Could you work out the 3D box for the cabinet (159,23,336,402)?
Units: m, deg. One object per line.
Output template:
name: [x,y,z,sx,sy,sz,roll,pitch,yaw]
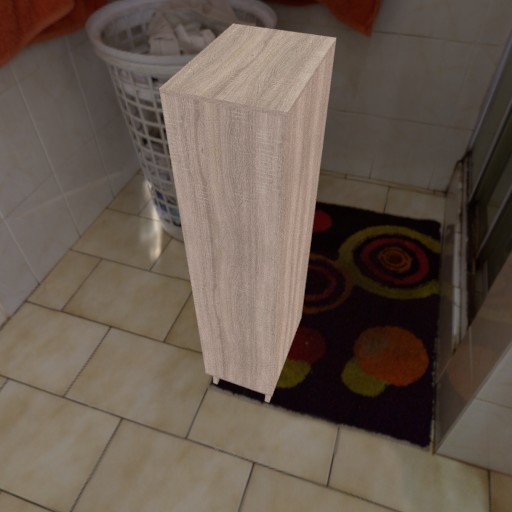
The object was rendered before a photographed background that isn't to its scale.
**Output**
cabinet: [0.000,0.000,2.119,0.400,1.850,0.570,15,48,14]
